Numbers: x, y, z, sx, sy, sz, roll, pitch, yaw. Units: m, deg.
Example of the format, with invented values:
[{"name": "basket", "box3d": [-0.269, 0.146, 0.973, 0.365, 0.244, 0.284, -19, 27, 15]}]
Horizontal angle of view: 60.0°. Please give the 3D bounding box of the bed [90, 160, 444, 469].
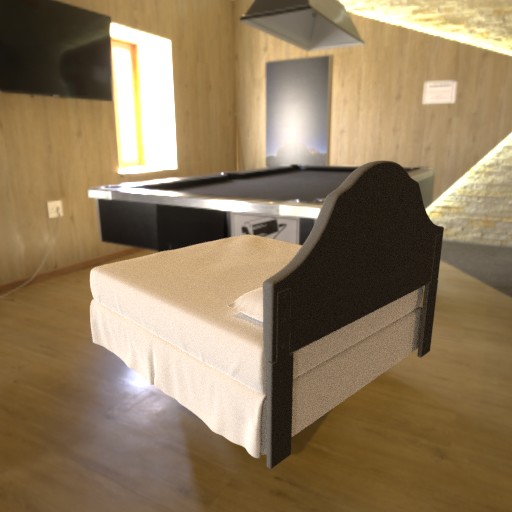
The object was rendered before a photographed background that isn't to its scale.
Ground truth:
[{"name": "bed", "box3d": [0.000, 0.000, 3.628, 2.008, 1.615, 2.214, -15, 21, -43]}]
